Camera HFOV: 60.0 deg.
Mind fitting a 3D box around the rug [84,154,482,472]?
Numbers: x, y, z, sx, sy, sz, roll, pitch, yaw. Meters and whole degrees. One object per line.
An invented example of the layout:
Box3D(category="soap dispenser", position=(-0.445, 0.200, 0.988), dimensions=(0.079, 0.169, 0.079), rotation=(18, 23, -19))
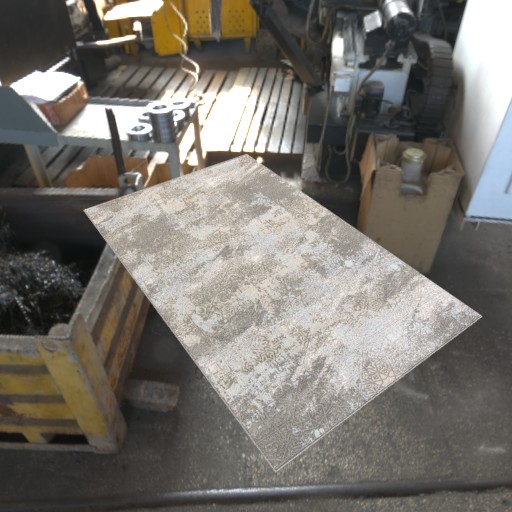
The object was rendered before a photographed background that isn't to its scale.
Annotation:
Box3D(category="rug", position=(0.000, 0.000, 3.017), dimensions=(1.536, 0.012, 2.431), rotation=(-25, 47, -26))
